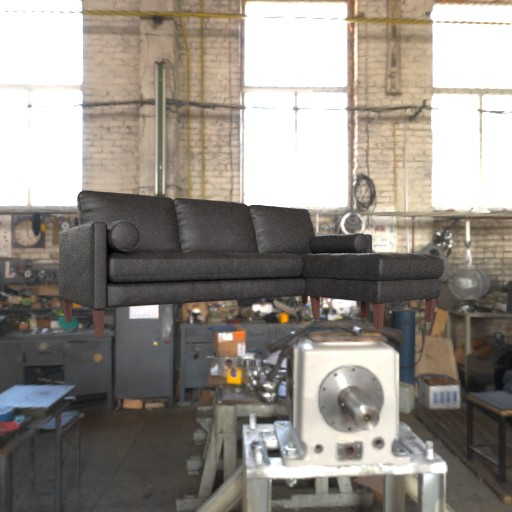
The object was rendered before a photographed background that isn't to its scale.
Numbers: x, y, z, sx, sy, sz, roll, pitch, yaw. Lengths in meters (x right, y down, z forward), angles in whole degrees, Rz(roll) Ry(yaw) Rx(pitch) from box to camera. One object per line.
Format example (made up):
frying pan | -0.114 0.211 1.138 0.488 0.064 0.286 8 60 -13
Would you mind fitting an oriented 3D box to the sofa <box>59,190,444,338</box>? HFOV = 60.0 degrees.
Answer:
sofa | 0.000 0.000 2.965 2.178 0.876 1.497 0 0 -35
